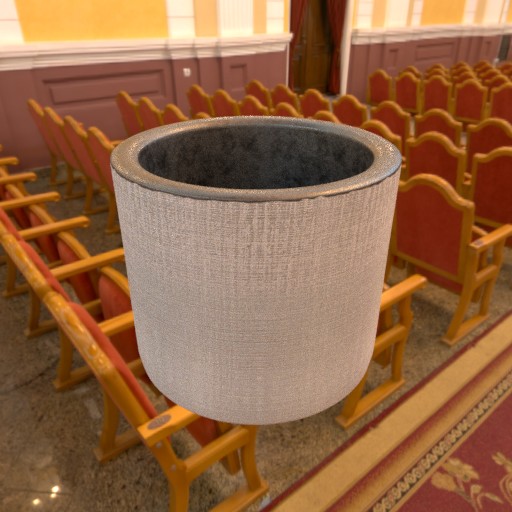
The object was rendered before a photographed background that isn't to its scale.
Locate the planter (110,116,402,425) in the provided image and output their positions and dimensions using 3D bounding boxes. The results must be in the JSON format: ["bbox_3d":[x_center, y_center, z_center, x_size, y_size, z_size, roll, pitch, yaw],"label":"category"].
[{"bbox_3d":[0.000,0.000,0.221,0.125,0.112,0.125,0,29,0],"label":"planter"}]
